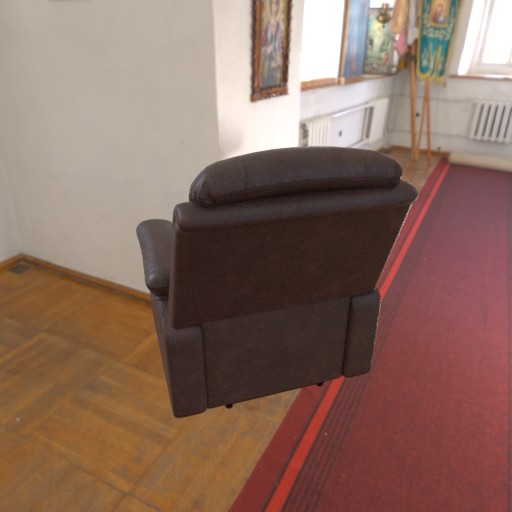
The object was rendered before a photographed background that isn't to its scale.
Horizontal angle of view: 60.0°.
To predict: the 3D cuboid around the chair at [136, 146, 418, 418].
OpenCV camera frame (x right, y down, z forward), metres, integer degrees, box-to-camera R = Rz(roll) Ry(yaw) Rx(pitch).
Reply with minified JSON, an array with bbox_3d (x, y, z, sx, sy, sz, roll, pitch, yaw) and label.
[{"bbox_3d":[0.000,0.000,1.714,0.855,0.992,0.919,-8,28,-16],"label":"chair"}]
